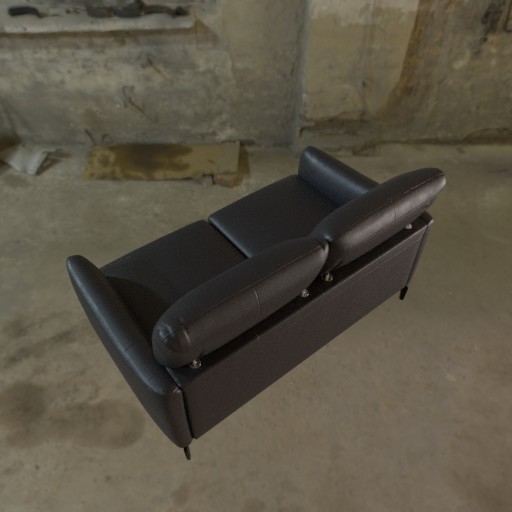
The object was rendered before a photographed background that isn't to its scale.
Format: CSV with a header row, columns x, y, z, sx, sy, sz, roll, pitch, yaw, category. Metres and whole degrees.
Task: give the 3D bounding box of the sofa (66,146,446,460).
x,y,z,sx,sy,sz,roll,pitch,yaw,category
0.000,0.000,2.178,1.596,0.920,0.958,-29,53,-25,sofa
